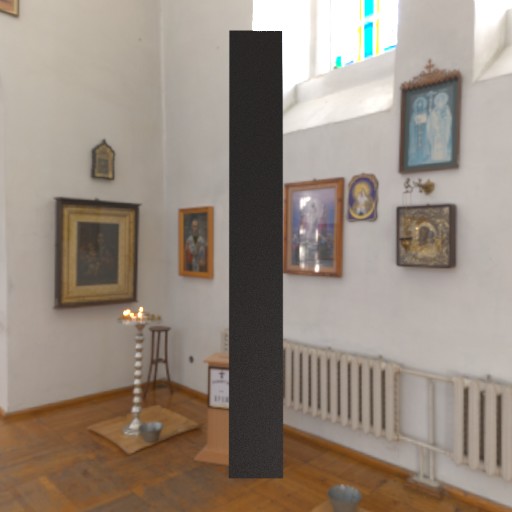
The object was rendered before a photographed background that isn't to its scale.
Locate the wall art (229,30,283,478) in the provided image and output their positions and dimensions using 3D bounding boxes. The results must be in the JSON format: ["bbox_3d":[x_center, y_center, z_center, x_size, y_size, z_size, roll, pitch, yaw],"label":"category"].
[{"bbox_3d":[0.000,0.000,0.451,0.037,0.303,0.304,0,-1,0],"label":"wall art"}]
